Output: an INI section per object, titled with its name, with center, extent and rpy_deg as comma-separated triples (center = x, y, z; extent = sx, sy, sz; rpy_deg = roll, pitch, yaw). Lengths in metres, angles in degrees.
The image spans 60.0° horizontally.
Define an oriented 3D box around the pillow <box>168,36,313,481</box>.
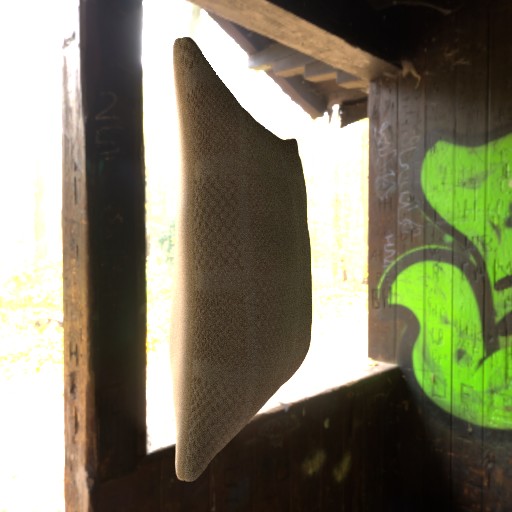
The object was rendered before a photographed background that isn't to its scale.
[pillow]
center = 0.000, 0.000, 0.632
extent = 0.138, 0.432, 0.436
rpy_deg = 0, 1, 19
